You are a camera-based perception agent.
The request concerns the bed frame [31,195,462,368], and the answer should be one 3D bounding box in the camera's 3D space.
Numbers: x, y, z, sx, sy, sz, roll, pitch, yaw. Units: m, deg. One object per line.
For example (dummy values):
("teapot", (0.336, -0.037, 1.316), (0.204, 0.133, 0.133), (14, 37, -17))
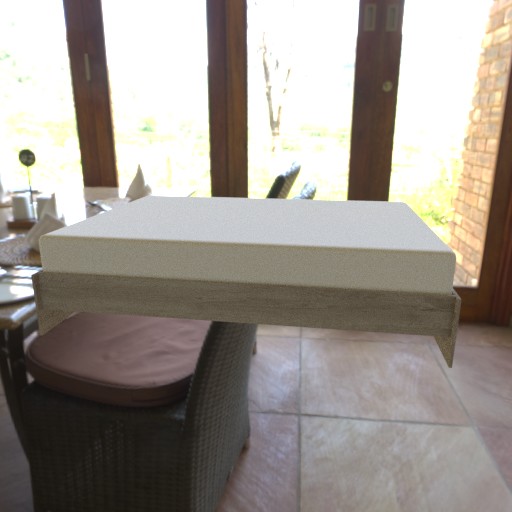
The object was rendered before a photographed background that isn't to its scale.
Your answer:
("bed frame", (0.000, 0.000, 2.673), (1.945, 0.497, 1.445), (3, 17, 9))
